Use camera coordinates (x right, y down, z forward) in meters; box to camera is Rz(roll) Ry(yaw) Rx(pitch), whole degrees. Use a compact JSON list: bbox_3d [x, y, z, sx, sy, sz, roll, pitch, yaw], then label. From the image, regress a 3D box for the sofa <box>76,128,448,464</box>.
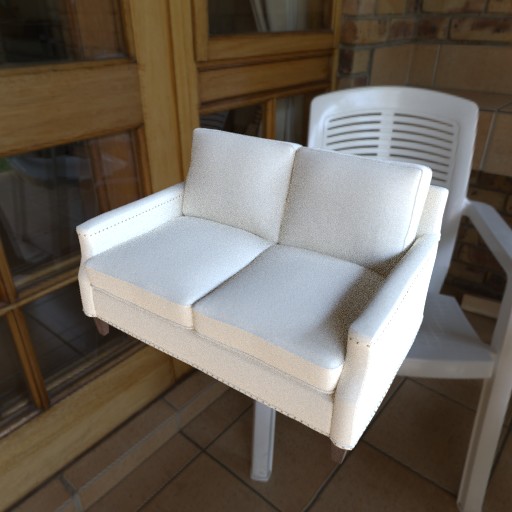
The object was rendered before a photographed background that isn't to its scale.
[{"bbox_3d":[0.000,0.000,2.260,1.597,1.003,1.084,18,34,29],"label":"sofa"}]
